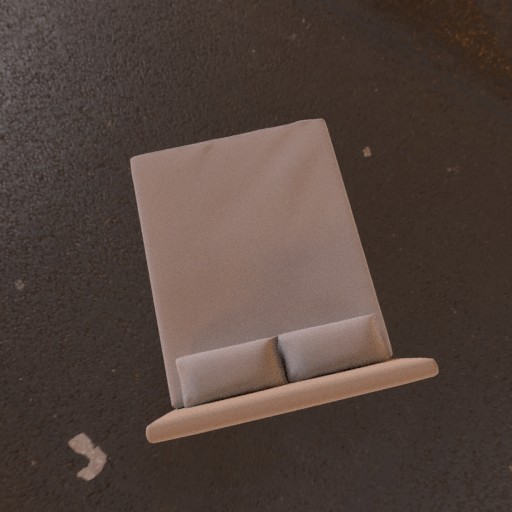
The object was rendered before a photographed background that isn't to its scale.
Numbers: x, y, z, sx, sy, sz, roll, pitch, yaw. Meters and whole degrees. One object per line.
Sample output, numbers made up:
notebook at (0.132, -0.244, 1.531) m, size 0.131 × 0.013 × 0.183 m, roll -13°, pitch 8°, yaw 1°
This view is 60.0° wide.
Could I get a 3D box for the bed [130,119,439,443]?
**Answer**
bed at (0.000, 0.000, 3.323) m, size 1.748 × 1.330 × 2.142 m, roll -12°, pitch 77°, yaw -3°
